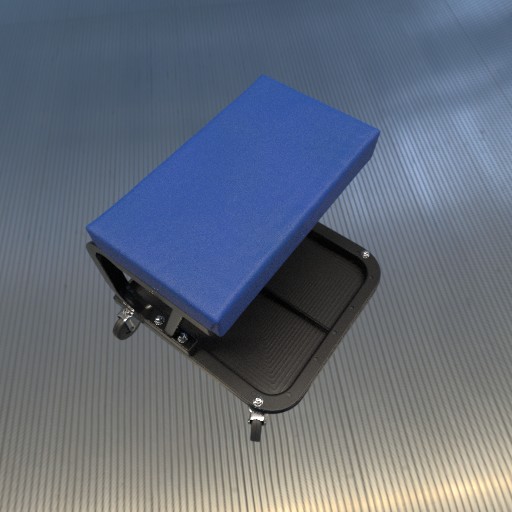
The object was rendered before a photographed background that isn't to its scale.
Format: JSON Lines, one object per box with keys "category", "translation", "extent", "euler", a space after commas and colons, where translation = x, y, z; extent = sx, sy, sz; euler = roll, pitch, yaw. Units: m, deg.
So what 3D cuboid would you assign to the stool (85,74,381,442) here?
{"category": "stool", "translation": [0.000, 0.000, 0.738], "extent": [0.371, 0.380, 0.446], "euler": [33, 64, 18]}
